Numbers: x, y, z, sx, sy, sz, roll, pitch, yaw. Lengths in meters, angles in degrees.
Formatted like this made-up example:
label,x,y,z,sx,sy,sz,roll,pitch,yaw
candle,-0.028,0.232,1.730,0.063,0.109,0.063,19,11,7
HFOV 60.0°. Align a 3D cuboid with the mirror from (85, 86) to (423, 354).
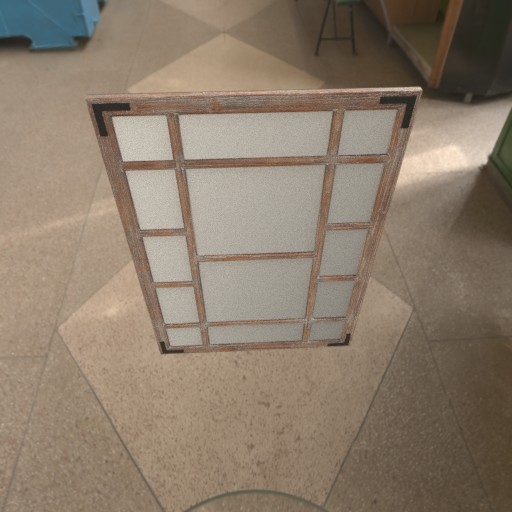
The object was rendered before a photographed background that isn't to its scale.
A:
label,x,y,z,sx,sy,sz,roll,pitch,yaw
mirror,0.000,0.000,1.290,0.705,0.996,0.025,-2,46,-2
